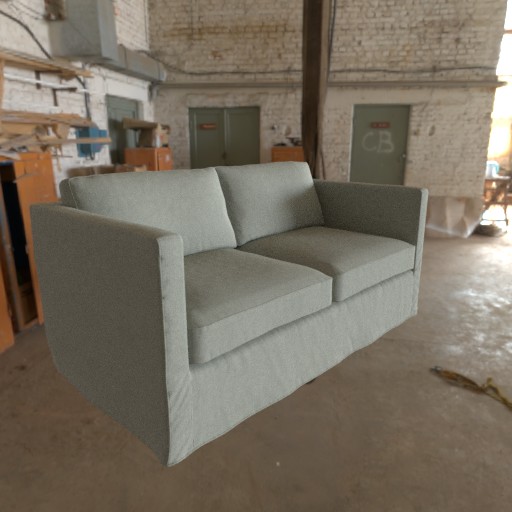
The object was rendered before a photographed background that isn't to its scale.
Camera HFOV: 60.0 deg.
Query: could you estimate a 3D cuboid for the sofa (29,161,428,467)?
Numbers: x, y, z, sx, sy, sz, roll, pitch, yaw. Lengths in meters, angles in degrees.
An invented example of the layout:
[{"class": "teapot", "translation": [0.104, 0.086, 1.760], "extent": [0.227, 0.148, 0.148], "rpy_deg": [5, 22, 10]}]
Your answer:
[{"class": "sofa", "translation": [0.000, 0.000, 2.134], "extent": [0.944, 0.830, 1.727], "rpy_deg": [14, 20, 42]}]
